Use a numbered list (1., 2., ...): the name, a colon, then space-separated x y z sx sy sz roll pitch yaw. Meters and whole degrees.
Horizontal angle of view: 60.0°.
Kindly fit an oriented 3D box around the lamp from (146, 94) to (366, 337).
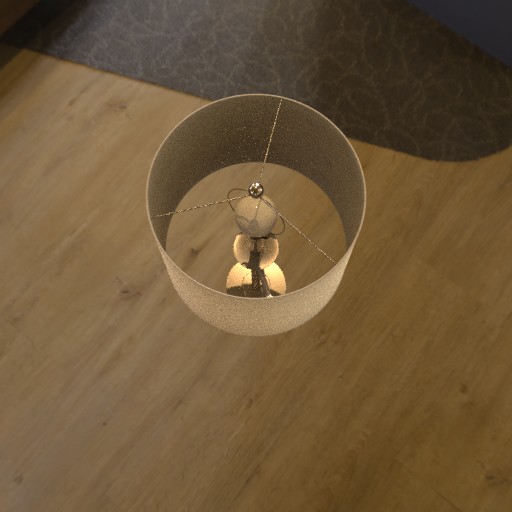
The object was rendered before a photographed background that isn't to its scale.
1. lamp: 0.000 0.000 0.894 0.333 0.696 0.333 0 76 0
